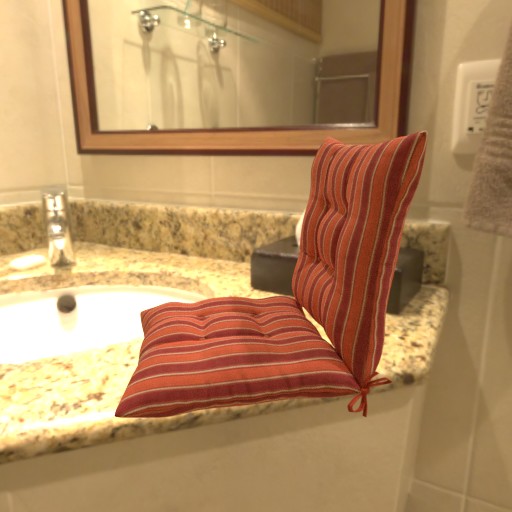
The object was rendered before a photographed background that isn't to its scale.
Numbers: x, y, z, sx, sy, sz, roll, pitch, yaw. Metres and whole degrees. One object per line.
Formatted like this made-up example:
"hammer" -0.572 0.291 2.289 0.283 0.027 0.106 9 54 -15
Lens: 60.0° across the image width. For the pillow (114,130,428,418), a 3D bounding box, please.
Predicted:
"pillow" 0.000 0.000 1.004 0.585 0.536 0.541 -2 14 -9
